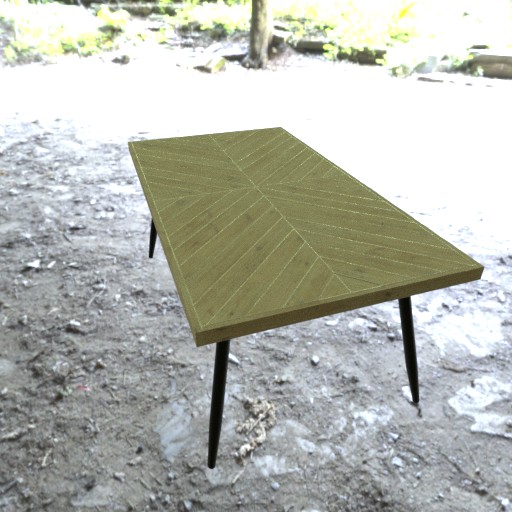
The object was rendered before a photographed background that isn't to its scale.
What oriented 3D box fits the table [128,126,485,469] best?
[{"bbox_3d":[0.000,0.000,2.271,0.991,0.762,1.803,-11,33,-17],"label":"table"}]
